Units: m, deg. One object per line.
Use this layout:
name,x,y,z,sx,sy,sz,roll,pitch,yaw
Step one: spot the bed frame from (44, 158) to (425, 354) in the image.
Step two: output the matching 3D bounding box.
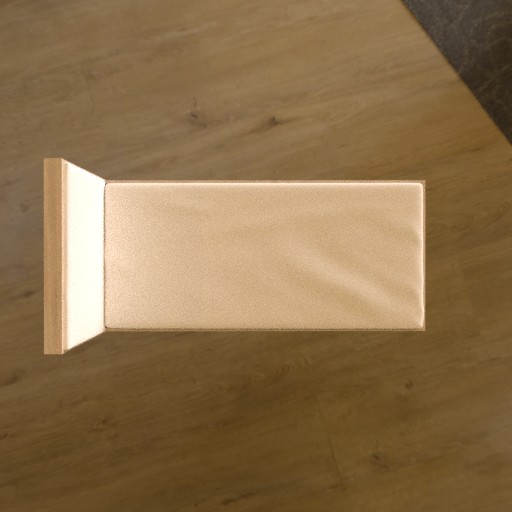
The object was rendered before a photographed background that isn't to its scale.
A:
bed frame,0.000,0.000,2.696,2.140,0.920,0.990,0,90,0
